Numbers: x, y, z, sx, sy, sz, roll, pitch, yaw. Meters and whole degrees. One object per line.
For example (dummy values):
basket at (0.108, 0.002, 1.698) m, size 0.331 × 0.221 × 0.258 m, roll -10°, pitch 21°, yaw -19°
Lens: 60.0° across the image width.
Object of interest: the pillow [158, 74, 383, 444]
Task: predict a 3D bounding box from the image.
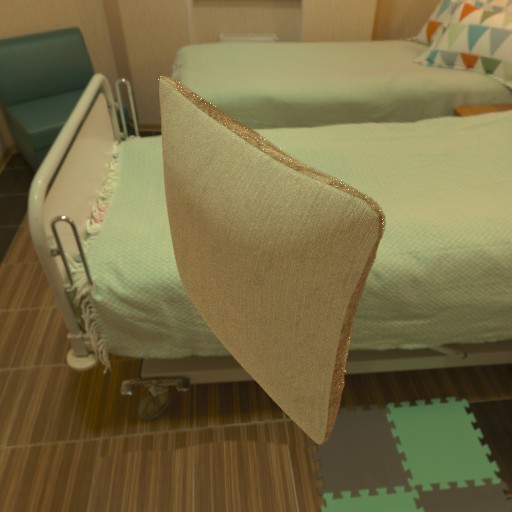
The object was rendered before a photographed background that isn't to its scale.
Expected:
pillow at (0.000, 0.000, 0.812) m, size 0.216 × 0.525 × 0.538 m, roll -24°, pitch 46°, yaw -26°
